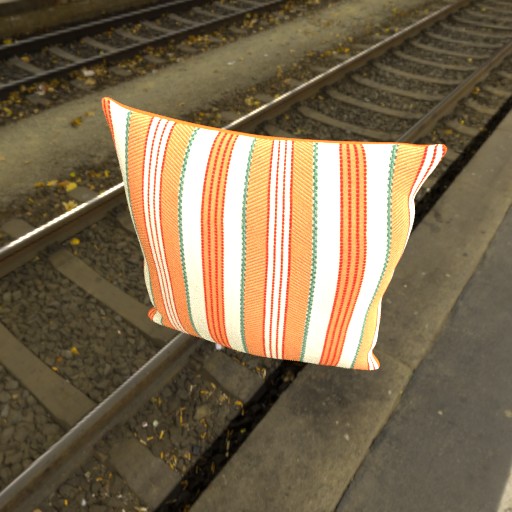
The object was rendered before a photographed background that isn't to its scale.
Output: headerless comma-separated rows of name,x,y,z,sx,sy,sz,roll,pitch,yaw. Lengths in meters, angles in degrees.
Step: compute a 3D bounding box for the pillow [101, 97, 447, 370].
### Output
pillow,0.000,0.000,0.671,0.440,0.441,0.182,11,42,12
